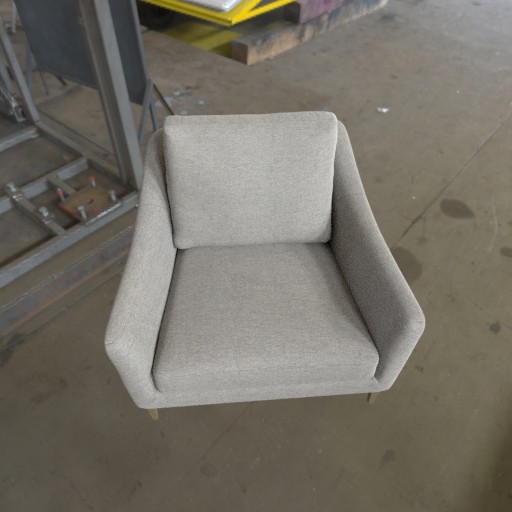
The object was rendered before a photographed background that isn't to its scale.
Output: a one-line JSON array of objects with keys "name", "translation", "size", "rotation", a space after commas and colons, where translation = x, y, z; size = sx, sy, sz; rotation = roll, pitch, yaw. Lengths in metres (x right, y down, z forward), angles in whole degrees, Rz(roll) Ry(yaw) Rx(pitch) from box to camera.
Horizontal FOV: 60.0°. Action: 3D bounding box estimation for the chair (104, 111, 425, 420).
[{"name": "chair", "translation": [0.000, 0.000, 1.743], "size": [0.986, 0.902, 0.961], "rotation": [-3, 46, -3]}]
